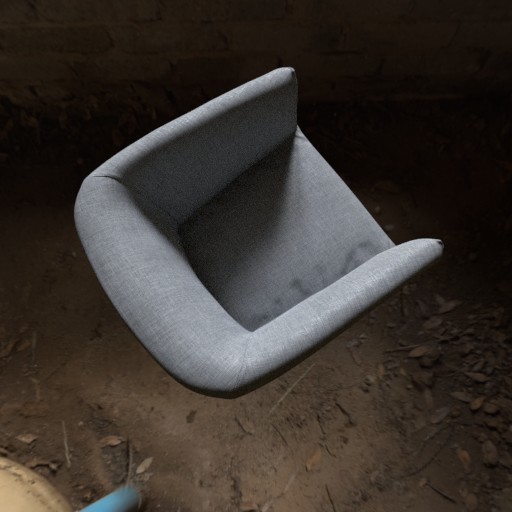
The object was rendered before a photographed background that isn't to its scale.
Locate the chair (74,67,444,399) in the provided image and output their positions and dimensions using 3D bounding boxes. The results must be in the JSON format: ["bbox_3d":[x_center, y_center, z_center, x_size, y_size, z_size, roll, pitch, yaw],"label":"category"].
[{"bbox_3d":[0.000,0.000,1.249,0.668,0.771,0.600,-35,78,-8],"label":"chair"}]
